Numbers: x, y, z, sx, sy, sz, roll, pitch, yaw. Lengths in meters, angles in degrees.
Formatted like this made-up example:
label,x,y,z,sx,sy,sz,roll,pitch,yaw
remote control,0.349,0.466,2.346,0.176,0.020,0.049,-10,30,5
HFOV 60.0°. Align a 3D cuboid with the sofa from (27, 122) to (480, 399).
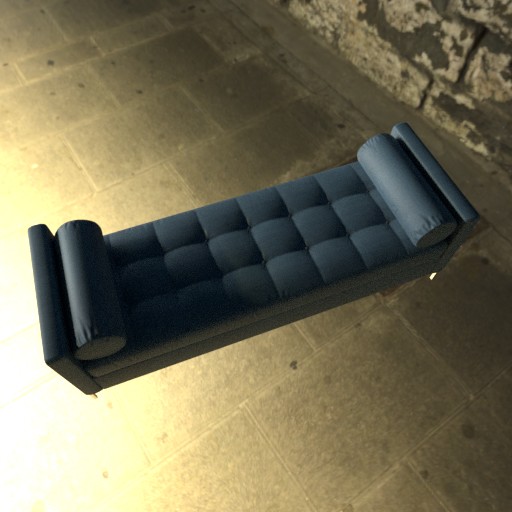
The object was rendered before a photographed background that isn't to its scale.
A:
label,x,y,z,sx,sy,sz,roll,pitch,yaw
sofa,0.000,0.000,2.286,1.981,0.635,0.686,-18,60,-10
